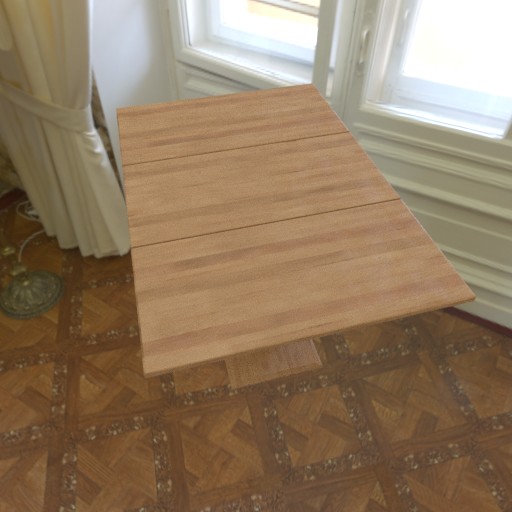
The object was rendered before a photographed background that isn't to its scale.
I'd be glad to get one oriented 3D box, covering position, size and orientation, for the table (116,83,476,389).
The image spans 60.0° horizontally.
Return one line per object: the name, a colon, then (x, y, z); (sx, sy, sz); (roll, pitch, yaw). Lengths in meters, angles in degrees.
table: (0.000, 0.000, 1.840); (0.900, 0.770, 1.300); (-11, 48, -10)
